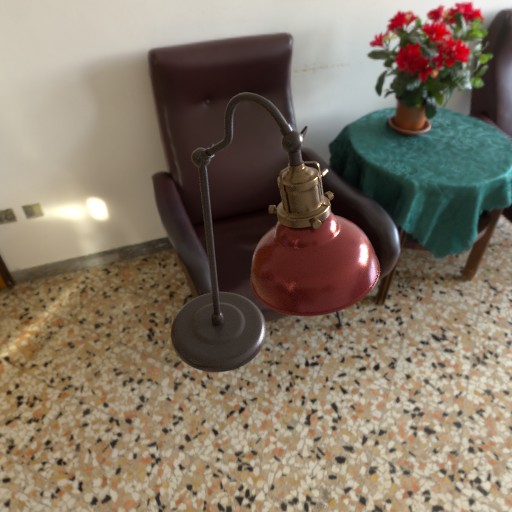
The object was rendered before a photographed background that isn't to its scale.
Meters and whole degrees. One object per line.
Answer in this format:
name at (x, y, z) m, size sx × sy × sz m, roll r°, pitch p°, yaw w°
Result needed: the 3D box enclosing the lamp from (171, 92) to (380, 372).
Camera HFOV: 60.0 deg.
lamp at (0.000, 0.000, 0.684) m, size 0.374 × 0.508 × 0.192 m, roll 25°, pitch 48°, yaw 25°
